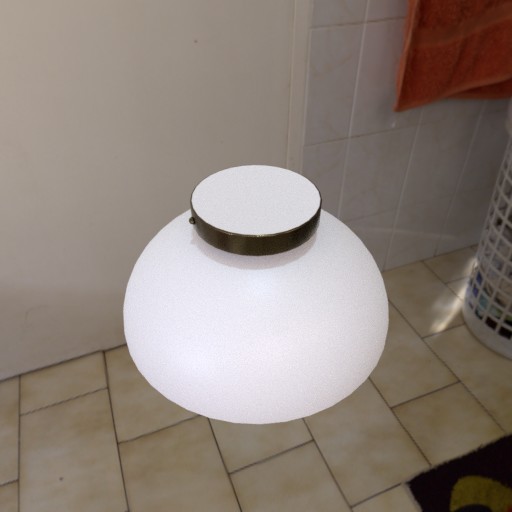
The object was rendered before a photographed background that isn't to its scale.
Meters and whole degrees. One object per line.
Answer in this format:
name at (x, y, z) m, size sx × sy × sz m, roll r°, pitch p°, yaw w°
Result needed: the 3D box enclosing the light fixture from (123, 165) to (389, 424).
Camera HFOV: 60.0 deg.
light fixture at (0.000, 0.000, 0.557) m, size 0.355 × 0.177 × 0.355 m, roll 0°, pitch 40°, yaw 0°
